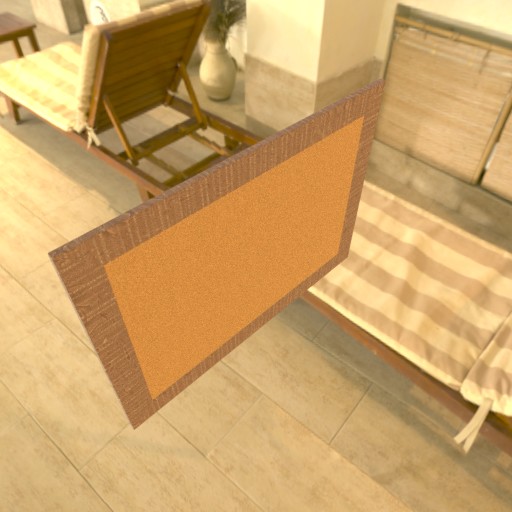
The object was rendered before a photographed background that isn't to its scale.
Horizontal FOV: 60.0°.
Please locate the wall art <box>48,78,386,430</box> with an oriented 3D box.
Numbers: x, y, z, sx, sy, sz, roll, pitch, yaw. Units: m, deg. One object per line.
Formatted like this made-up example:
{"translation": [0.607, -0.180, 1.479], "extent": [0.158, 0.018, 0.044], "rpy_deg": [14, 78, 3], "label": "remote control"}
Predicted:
{"translation": [0.000, 0.000, 1.342], "extent": [1.056, 0.761, 0.020], "rpy_deg": [-35, 55, -29], "label": "wall art"}
